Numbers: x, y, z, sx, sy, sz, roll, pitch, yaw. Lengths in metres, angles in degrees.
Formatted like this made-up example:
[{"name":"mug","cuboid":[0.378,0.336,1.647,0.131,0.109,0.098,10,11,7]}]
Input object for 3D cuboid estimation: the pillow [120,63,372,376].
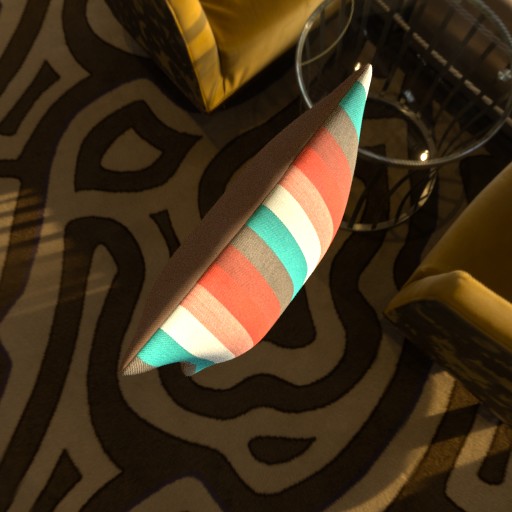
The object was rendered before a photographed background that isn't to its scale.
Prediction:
[{"name":"pillow","cuboid":[0.000,0.000,0.698,0.168,0.443,0.453,36,78,9]}]
